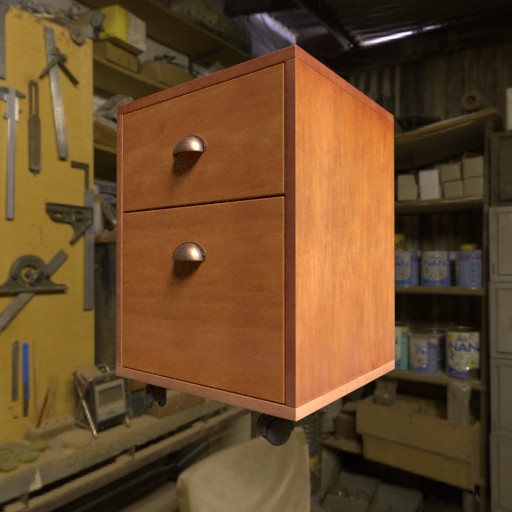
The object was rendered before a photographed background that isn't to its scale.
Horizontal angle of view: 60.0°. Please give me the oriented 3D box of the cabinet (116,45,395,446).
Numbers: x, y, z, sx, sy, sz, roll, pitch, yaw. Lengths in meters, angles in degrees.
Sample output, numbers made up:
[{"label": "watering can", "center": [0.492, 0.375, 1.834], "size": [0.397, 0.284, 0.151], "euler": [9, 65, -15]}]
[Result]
[{"label": "cabinet", "center": [0.000, 0.000, 0.874], "size": [0.409, 0.579, 0.401], "euler": [-1, -1, 37]}]
